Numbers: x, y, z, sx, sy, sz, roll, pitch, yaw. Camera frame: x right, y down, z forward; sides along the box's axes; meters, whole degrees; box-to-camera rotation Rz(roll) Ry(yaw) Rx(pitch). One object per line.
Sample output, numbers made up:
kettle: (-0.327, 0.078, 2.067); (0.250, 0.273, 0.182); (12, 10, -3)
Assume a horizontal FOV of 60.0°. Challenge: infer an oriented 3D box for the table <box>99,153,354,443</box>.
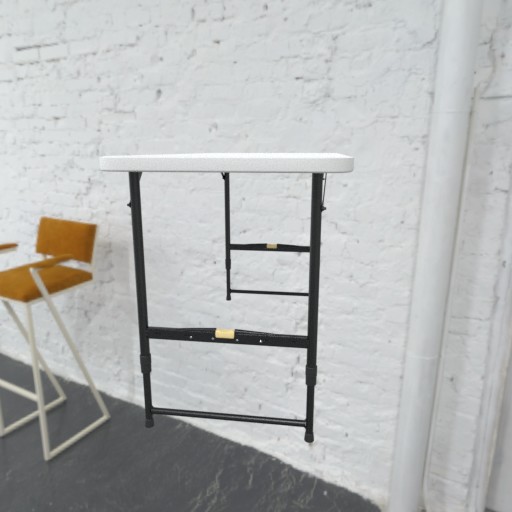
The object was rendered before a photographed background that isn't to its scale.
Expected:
table: (0.000, 0.000, 1.646); (0.610, 0.737, 1.219); (2, 14, 8)
